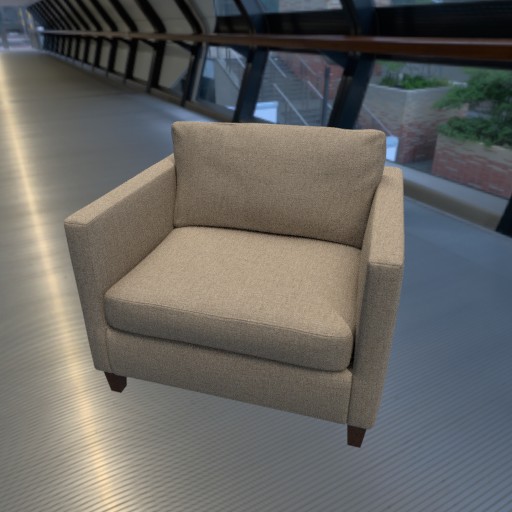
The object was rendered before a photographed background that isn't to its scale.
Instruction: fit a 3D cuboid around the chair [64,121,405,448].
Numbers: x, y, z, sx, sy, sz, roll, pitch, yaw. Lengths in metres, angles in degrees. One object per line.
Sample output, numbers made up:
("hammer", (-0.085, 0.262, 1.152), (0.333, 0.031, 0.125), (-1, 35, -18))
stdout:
("chair", (0.000, 0.000, 1.821), (1.107, 0.961, 0.959), (8, 29, 14))
